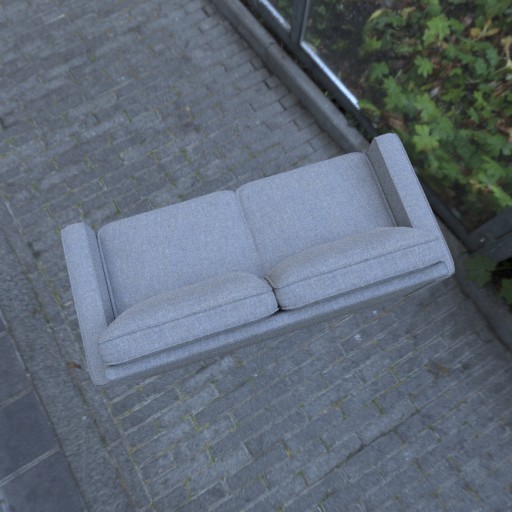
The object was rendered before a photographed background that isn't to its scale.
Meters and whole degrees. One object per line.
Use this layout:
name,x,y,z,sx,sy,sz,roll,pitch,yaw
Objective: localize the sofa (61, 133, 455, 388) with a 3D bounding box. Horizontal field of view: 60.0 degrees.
sofa,0.000,0.000,2.622,2.078,0.918,0.945,-17,76,-4
